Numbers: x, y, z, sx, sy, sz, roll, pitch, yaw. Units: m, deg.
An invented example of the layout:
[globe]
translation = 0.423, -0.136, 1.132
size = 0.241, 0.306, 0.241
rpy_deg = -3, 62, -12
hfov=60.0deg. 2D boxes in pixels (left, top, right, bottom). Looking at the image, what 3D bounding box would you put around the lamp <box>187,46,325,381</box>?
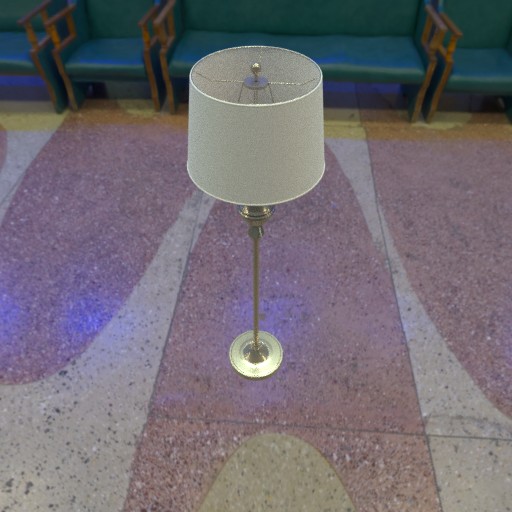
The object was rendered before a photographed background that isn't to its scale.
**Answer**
[lamp]
translation = 0.000, 0.000, 1.708
size = 0.431, 1.488, 0.431
rpy_deg = 0, 47, 0
